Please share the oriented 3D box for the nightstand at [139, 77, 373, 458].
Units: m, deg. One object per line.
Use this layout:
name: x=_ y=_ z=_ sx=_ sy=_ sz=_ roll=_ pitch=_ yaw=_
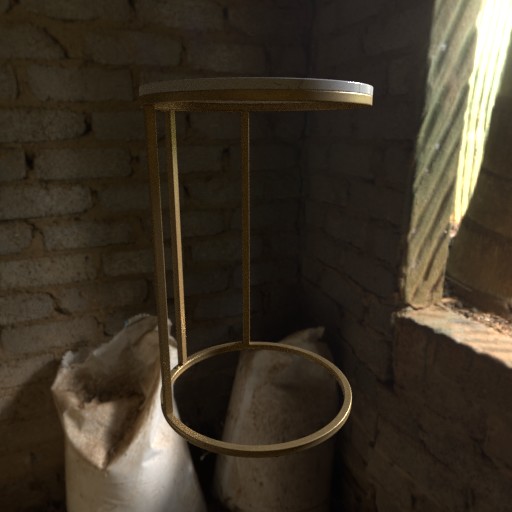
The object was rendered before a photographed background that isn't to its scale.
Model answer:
nightstand: x=0.000 y=0.000 z=0.866 sx=0.400 sy=0.610 sz=0.400 roll=8 pitch=18 yaw=26
